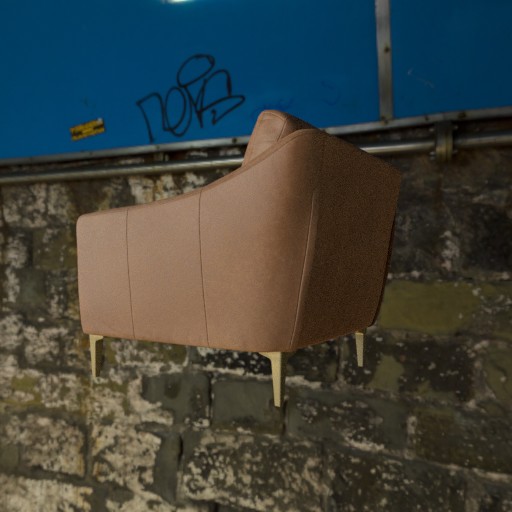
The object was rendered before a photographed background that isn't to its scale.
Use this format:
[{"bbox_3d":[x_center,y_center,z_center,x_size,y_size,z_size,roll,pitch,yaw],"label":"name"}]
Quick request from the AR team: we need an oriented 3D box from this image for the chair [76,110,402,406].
[{"bbox_3d":[0.000,0.000,1.747,0.963,0.895,0.988,0,-1,36],"label":"chair"}]
